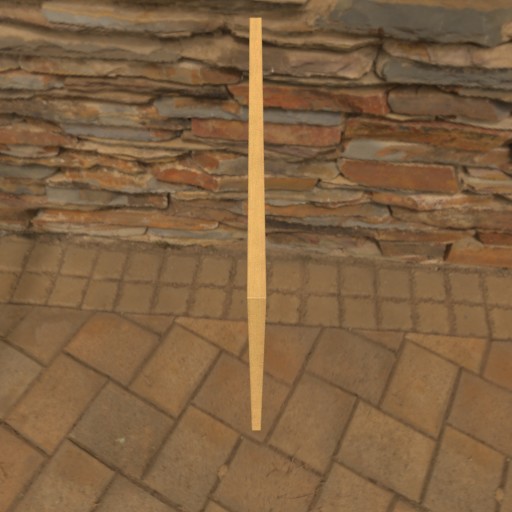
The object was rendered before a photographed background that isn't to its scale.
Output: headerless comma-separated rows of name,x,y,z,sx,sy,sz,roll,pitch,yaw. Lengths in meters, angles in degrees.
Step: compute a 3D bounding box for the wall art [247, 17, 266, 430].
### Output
wall art,0.000,0.000,1.335,0.030,1.002,0.798,0,57,0
